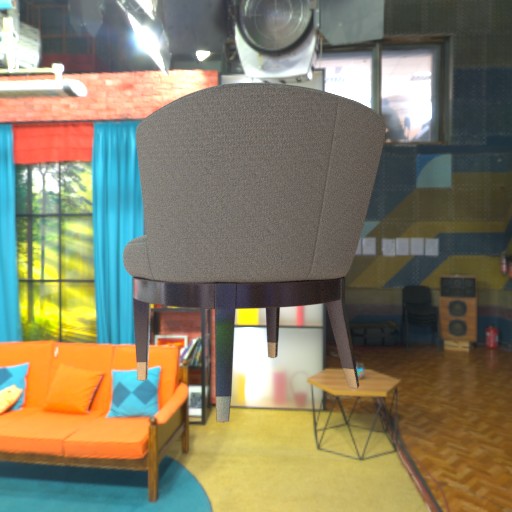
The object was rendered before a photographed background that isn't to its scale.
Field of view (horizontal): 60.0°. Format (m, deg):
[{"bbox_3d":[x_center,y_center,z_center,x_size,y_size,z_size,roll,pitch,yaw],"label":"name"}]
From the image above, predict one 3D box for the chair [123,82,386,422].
[{"bbox_3d":[0.000,0.000,1.294,0.700,0.760,0.660,0,1,-35],"label":"chair"}]
